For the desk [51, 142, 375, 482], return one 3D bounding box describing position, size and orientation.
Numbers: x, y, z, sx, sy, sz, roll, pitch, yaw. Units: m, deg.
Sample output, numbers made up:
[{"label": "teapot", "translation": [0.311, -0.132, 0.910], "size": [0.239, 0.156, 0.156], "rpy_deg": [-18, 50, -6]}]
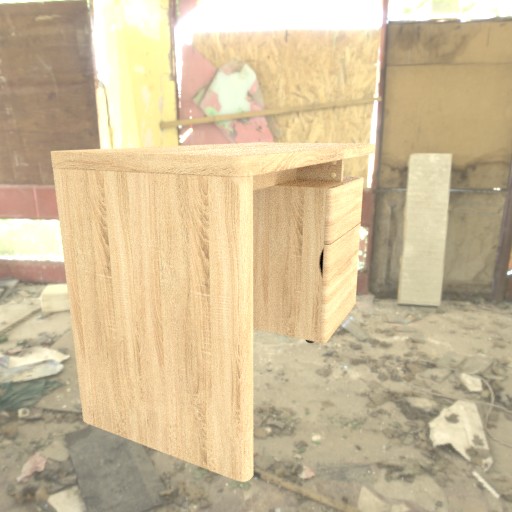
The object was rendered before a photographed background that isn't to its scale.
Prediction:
[{"label": "desk", "translation": [0.000, 0.000, 1.582], "size": [0.550, 0.760, 1.200], "rpy_deg": [8, 17, 25]}]
